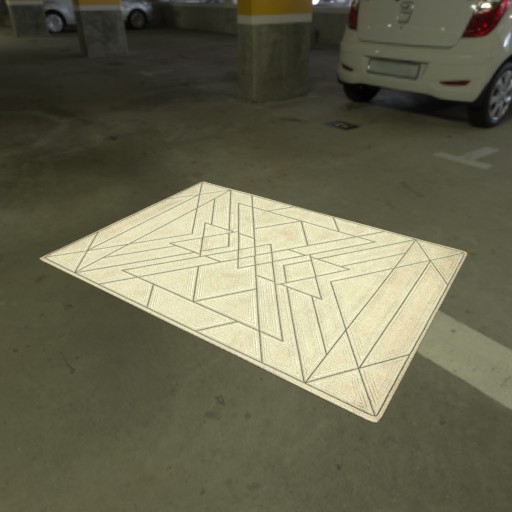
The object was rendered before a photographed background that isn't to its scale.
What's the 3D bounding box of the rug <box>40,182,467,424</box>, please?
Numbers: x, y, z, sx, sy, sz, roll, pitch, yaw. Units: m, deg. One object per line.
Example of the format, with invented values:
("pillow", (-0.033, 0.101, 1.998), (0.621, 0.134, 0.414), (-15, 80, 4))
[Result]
("rug", (0.000, 0.000, 4.293), (3.381, 0.026, 2.436), (19, 36, 29))
